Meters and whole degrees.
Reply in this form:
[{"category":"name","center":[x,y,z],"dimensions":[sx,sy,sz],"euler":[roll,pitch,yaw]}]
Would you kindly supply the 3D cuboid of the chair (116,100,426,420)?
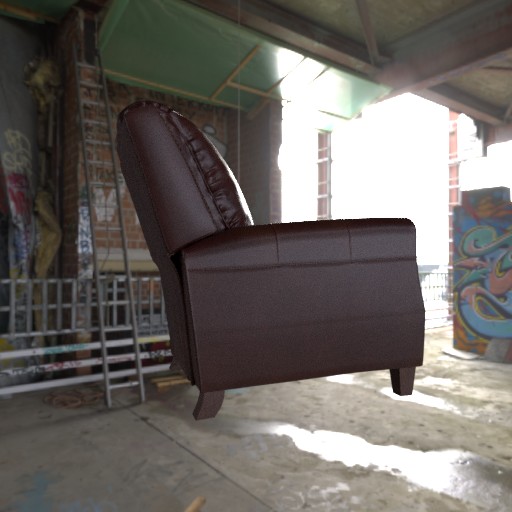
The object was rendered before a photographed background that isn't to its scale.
[{"category":"chair","center":[0.000,0.000,1.802],"dimensions":[1.089,1.022,0.826],"euler":[0,-1,-17]}]
